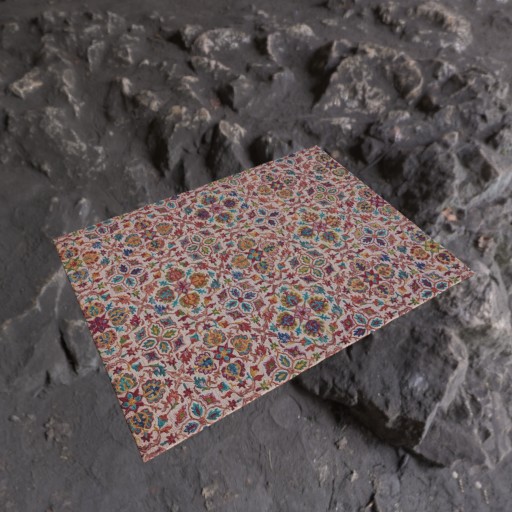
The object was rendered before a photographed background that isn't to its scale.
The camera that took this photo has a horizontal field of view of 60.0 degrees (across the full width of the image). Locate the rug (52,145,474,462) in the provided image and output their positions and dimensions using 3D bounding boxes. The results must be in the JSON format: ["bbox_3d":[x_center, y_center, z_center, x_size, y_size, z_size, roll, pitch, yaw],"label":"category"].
[{"bbox_3d":[0.000,0.000,4.212,3.215,0.020,2.446,-24,51,-21],"label":"rug"}]
